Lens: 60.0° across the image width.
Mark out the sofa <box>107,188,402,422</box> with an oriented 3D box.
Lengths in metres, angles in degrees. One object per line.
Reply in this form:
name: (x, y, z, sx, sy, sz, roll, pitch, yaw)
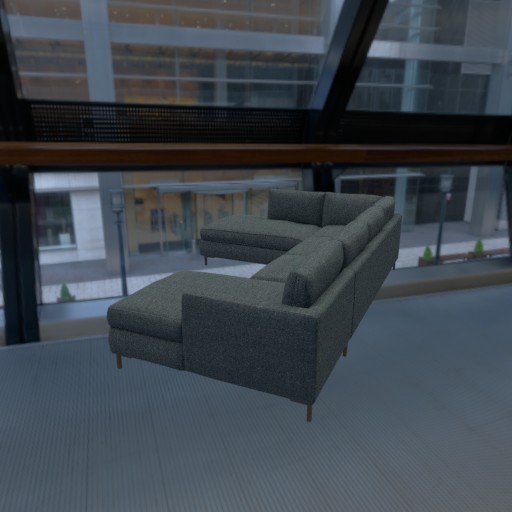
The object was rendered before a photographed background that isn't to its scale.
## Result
sofa: (0.000, 0.000, 3.560, 1.879, 0.753, 2.737, 8, 18, 24)
